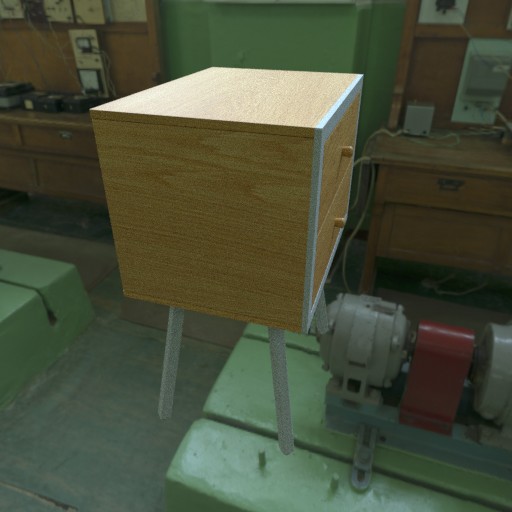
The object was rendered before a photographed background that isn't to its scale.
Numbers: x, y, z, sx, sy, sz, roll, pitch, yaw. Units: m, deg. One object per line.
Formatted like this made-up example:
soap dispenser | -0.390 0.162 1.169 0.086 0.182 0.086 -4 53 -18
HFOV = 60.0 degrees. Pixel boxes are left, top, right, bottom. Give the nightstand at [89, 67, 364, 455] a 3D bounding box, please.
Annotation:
nightstand | 0.000 0.000 0.839 0.316 0.601 0.400 9 32 16
